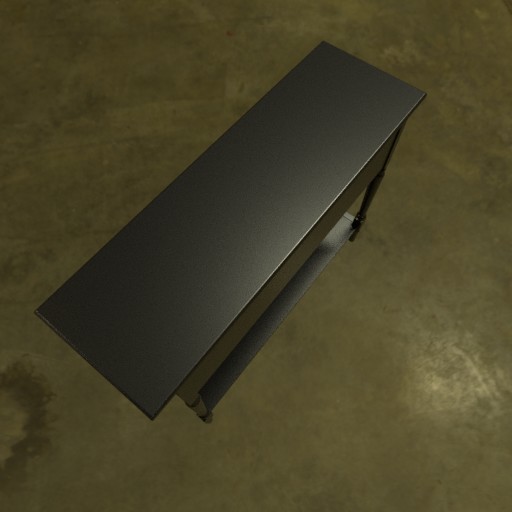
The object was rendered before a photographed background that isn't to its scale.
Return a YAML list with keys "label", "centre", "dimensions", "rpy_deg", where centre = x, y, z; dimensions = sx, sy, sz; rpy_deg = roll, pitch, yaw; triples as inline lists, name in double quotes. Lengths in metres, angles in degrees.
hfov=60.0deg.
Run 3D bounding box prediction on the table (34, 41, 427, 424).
- label: "table"
  centre: [0.000, 0.000, 1.549]
  dimensions: [0.386, 0.819, 1.191]
  rpy_deg: [35, 69, 16]
